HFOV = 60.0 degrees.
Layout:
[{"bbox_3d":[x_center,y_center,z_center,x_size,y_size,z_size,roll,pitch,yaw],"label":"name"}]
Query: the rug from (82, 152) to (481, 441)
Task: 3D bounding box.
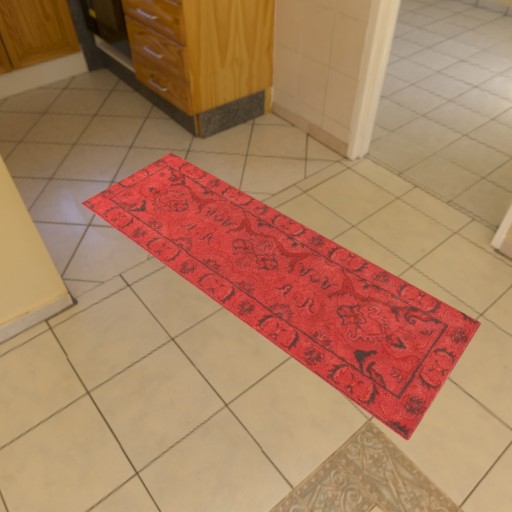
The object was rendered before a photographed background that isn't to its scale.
[{"bbox_3d":[0.000,0.000,2.673,2.439,0.018,0.813,32,54,27],"label":"rug"}]
